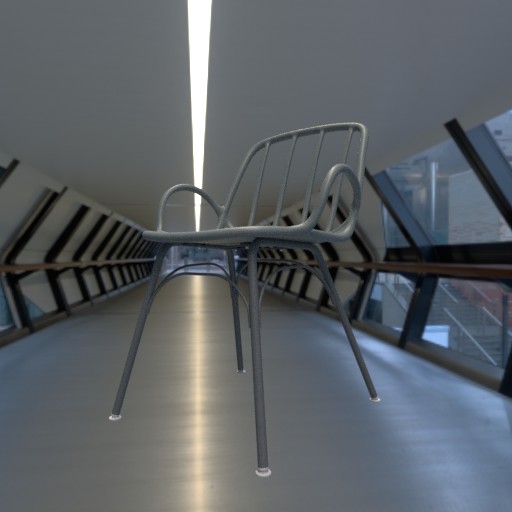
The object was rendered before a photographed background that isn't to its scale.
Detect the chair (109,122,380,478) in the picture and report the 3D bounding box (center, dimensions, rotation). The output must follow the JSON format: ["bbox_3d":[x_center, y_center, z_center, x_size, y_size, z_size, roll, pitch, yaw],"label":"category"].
[{"bbox_3d":[0.000,0.000,1.198,0.549,0.816,0.597,1,1,37],"label":"chair"}]
